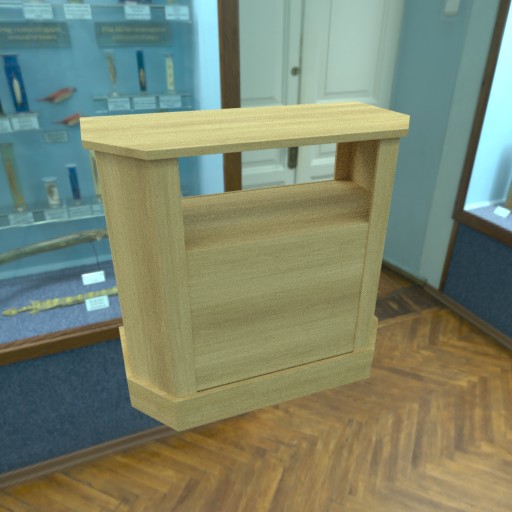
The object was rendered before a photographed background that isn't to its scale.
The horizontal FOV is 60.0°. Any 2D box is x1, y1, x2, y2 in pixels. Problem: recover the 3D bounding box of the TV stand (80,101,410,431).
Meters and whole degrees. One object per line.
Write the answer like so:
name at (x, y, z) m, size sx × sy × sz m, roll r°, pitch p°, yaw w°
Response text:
TV stand at (0.000, 0.000, 1.321) m, size 0.851 × 0.781 × 0.425 m, roll -10°, pitch 29°, yaw -18°
